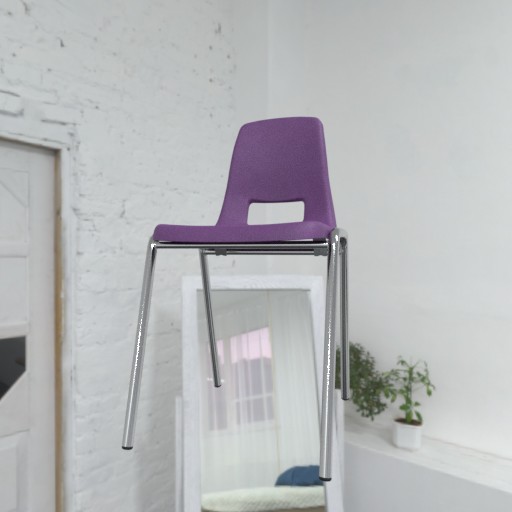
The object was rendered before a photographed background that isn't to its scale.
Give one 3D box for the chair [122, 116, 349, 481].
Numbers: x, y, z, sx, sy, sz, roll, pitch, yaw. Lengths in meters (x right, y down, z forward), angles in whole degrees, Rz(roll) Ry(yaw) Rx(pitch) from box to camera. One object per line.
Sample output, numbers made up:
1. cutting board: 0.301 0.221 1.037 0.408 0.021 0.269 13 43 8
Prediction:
1. chair: 0.000 0.000 0.945 0.381 0.704 0.432 0 1 18
